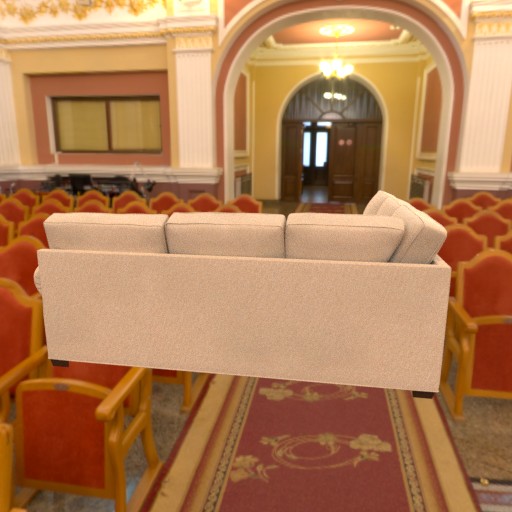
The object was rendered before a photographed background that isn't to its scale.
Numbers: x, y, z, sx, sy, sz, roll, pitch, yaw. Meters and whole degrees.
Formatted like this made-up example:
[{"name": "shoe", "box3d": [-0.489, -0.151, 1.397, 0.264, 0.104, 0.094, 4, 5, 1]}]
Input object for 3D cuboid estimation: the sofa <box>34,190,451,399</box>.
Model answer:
[{"name": "sofa", "box3d": [0.000, 0.000, 3.829, 2.569, 1.054, 2.487, 2, 13, 9]}]
